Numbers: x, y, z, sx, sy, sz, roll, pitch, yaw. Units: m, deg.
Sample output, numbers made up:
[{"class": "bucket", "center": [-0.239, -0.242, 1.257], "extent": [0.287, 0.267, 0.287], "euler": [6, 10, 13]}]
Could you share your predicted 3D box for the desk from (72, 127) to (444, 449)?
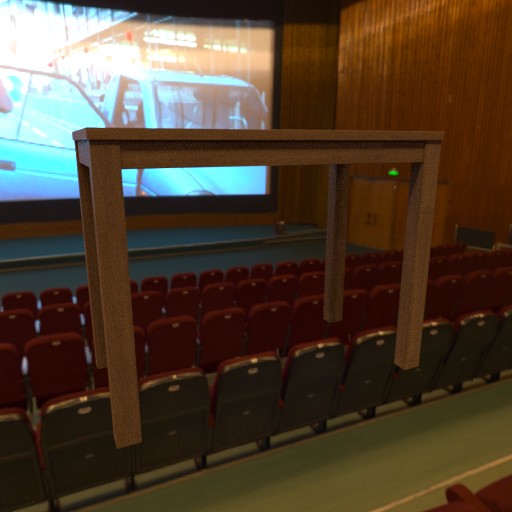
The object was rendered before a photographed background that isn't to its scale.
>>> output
[{"class": "desk", "center": [0.000, 0.000, 1.412], "extent": [0.991, 0.762, 0.495], "euler": [-7, 16, -24]}]
